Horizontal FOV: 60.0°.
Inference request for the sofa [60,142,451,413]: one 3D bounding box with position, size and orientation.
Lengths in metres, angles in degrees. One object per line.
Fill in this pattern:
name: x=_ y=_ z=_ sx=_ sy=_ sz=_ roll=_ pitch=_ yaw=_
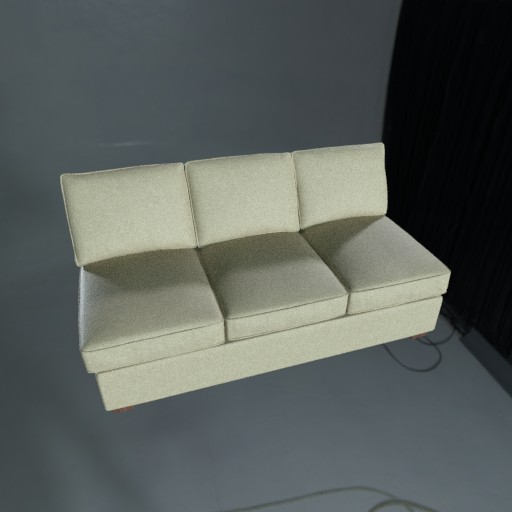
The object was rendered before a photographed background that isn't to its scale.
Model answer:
sofa: x=0.000 y=0.000 z=2.553 sx=1.962 sy=0.973 sz=1.027 roll=-10 pitch=34 yaw=-15
